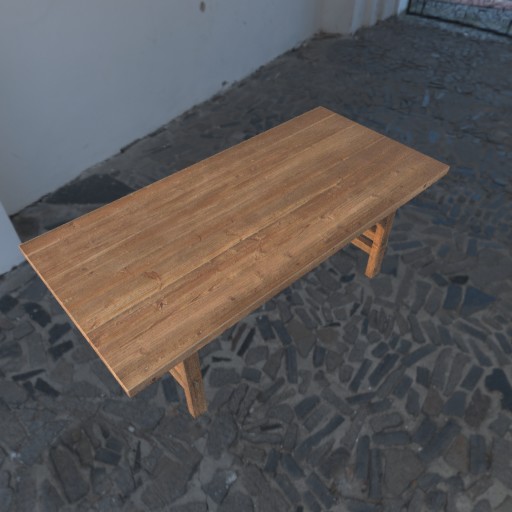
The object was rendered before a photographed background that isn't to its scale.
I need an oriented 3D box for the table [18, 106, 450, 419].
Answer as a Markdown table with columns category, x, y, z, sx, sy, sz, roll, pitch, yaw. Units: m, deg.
| category | x | y | z | sx | sy | sz | roll | pitch | yaw |
| --- | --- | --- | --- | --- | --- | --- | --- | --- | --- |
| table | 0.000 | 0.000 | 2.471 | 2.003 | 0.760 | 0.952 | -32 | 53 | -28 |
